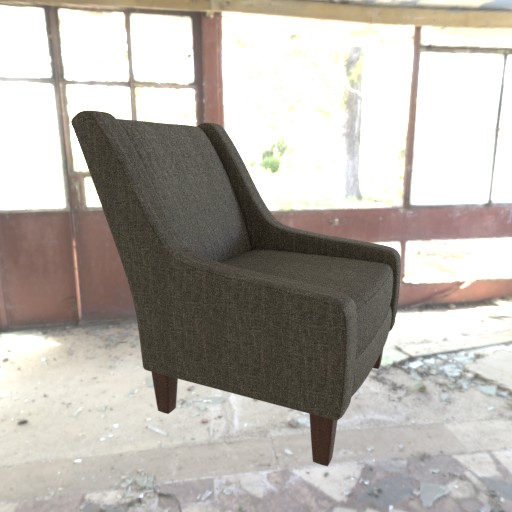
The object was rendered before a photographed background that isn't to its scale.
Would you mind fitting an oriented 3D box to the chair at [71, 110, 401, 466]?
[{"bbox_3d":[0.000,0.000,1.649,0.944,1.012,0.793,7,15,27],"label":"chair"}]
